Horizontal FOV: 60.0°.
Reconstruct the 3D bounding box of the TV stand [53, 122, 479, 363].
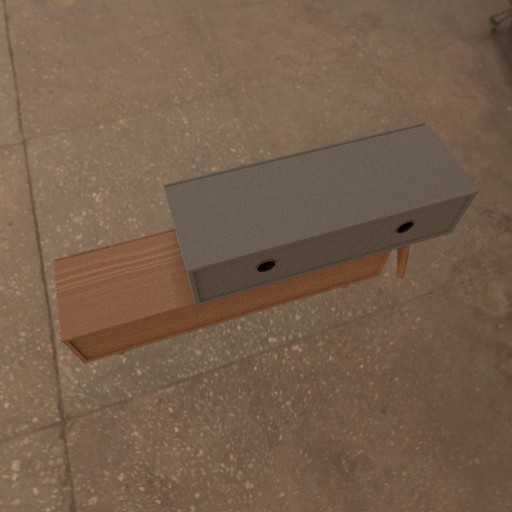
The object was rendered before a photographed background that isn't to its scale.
[{"bbox_3d":[0.000,0.000,1.583,1.336,0.591,0.329,-15,59,-9],"label":"TV stand"}]
